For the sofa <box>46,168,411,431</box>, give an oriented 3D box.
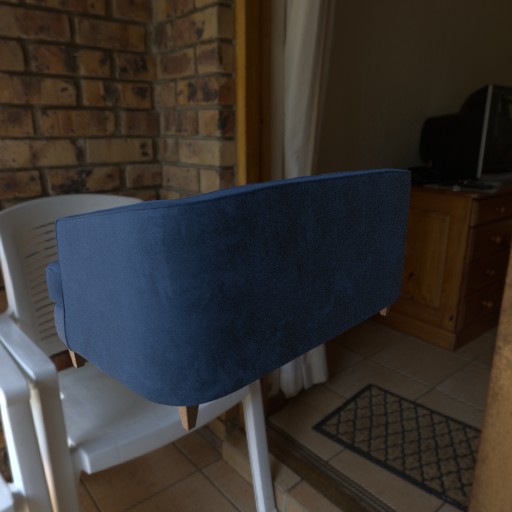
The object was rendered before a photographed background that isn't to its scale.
[{"bbox_3d":[0.000,0.000,2.207,0.941,0.854,1.733,15,22,42],"label":"sofa"}]
